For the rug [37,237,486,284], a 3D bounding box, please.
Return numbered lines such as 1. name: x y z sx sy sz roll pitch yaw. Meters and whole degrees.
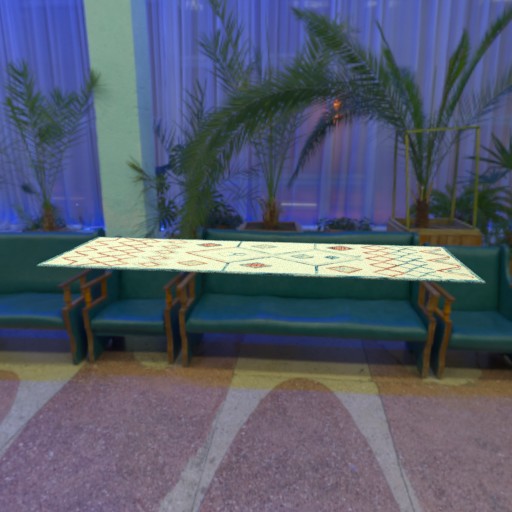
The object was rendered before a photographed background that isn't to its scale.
1. rug: 0.000 0.000 2.743 2.435 0.011 0.750 2 15 7
